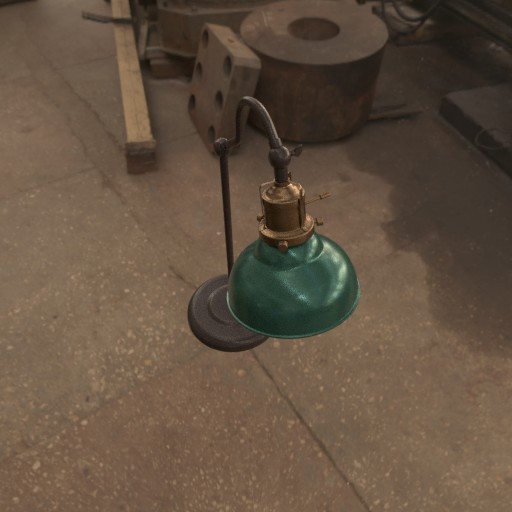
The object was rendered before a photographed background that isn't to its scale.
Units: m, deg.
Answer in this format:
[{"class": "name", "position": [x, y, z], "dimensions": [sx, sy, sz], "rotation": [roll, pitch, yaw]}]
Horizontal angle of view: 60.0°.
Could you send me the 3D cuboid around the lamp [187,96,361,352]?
[{"class": "lamp", "position": [0.000, 0.000, 0.681], "dimensions": [0.192, 0.508, 0.374], "rotation": [-23, 51, -20]}]
